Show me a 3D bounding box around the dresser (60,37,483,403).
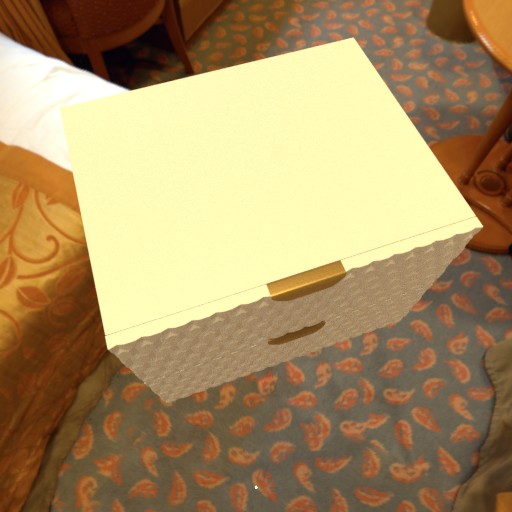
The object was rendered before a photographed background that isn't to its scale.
[{"bbox_3d":[0.000,0.000,0.890,0.503,0.568,0.414,-17,64,-9],"label":"dresser"}]
